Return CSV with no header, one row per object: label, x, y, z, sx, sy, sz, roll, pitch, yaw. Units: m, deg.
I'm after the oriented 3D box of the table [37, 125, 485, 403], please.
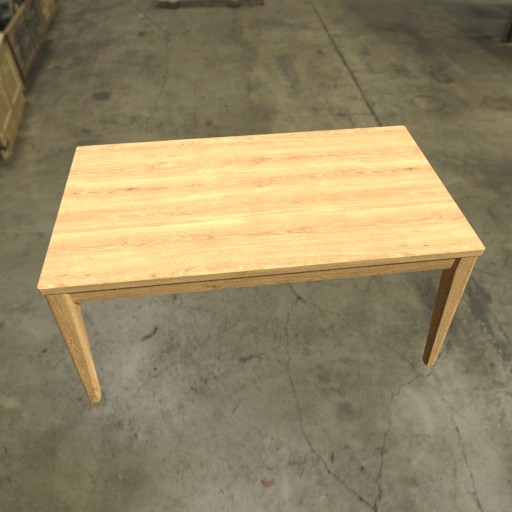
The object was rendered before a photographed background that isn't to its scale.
table,0.000,0.000,2.065,1.600,0.760,0.900,-5,47,-5
